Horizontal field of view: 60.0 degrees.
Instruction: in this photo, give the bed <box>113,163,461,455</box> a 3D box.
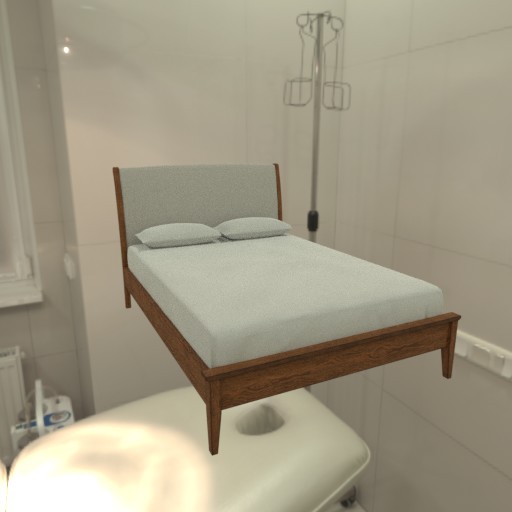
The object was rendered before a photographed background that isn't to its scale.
[{"bbox_3d":[0.000,0.000,3.002,1.502,1.135,2.108,-7,16,-25],"label":"bed"}]
